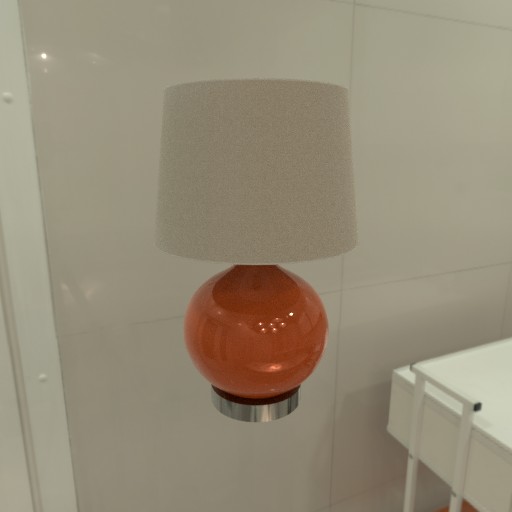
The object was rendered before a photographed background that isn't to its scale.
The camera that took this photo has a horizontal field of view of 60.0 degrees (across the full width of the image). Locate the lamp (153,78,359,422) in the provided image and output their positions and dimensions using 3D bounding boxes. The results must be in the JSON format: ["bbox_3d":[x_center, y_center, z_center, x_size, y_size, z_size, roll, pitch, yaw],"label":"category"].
[{"bbox_3d":[0.000,0.000,0.550,0.247,0.387,0.247,0,14,0],"label":"lamp"}]
